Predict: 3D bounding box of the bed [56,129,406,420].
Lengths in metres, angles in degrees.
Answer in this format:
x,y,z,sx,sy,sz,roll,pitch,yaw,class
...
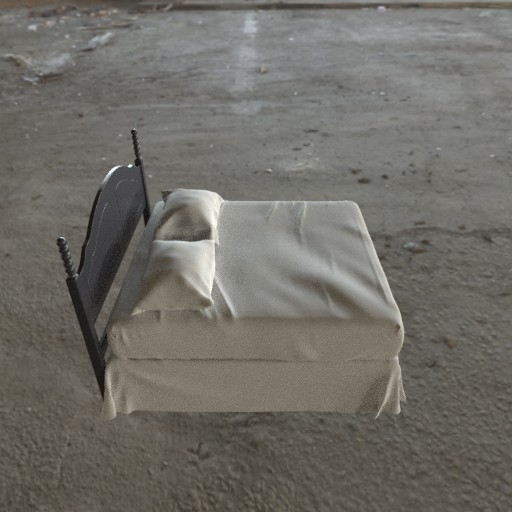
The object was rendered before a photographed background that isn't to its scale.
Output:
x,y,z,sx,sy,sz,roll,pitch,yaw,class
0.000,0.000,3.284,2.040,1.356,1.873,0,35,0,bed
